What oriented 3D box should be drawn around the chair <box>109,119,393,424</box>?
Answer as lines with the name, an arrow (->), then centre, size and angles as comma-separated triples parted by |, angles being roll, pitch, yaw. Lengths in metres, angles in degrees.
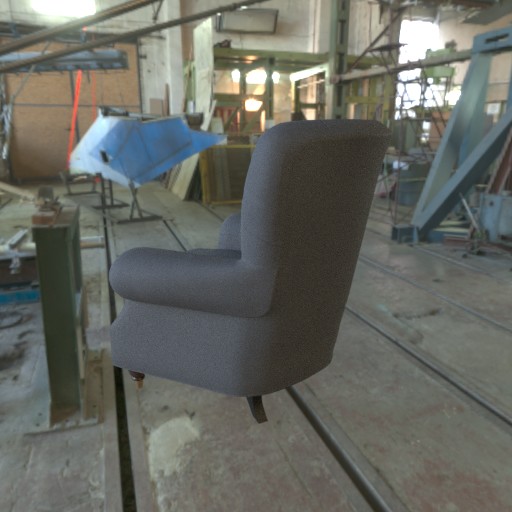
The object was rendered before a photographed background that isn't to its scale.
chair -> 0.000, 0.000, 1.795 | 0.983, 1.046, 0.983 | 7, 17, 24
